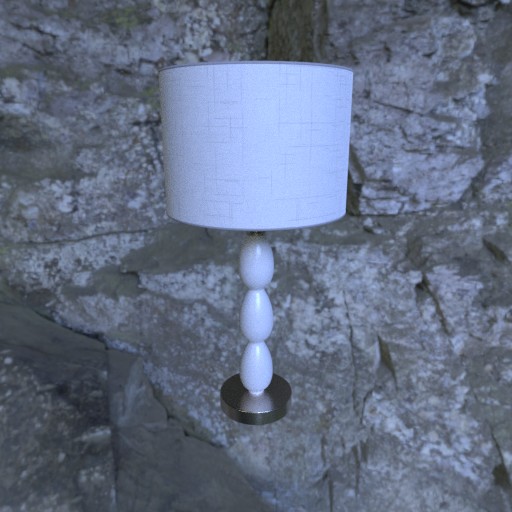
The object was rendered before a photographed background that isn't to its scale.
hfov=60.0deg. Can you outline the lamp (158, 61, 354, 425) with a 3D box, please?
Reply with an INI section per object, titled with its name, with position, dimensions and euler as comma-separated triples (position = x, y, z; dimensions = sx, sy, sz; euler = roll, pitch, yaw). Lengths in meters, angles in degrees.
[lamp]
position = 0.000, 0.000, 0.729
dimensions = 0.280, 0.559, 0.282
euler = 3, 17, 9
